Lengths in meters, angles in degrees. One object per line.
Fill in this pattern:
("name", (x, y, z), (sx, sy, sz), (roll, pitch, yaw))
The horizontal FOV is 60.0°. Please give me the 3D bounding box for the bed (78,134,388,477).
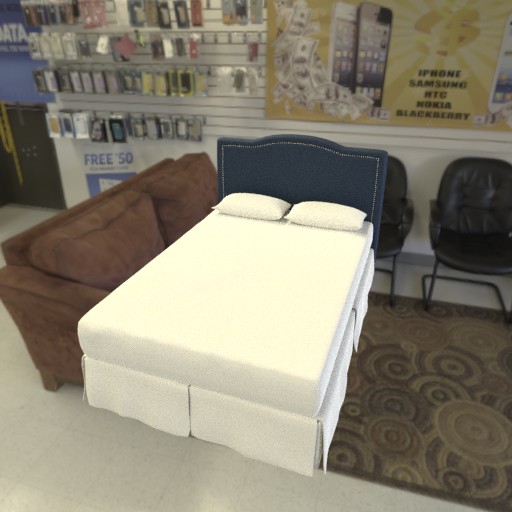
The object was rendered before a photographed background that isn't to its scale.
("bed", (0.000, 0.000, 3.527), (1.741, 1.441, 2.507), (9, 28, 18))
